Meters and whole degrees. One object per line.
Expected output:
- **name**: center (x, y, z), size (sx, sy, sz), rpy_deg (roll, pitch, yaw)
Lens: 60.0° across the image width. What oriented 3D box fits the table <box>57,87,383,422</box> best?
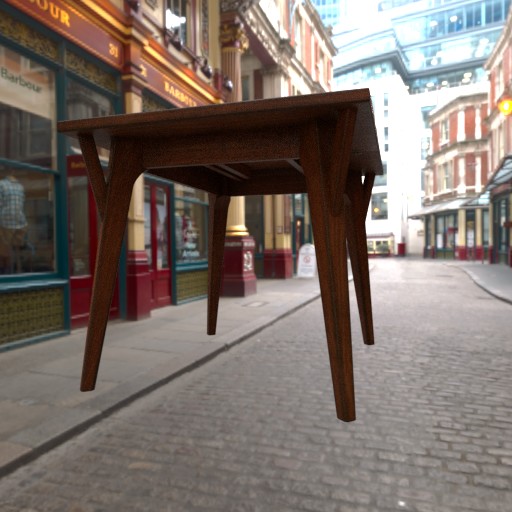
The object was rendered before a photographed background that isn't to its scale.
- **table**: center (0.000, 0.000, 1.571), size (0.838, 0.761, 0.991), rpy_deg (0, 1, 18)
